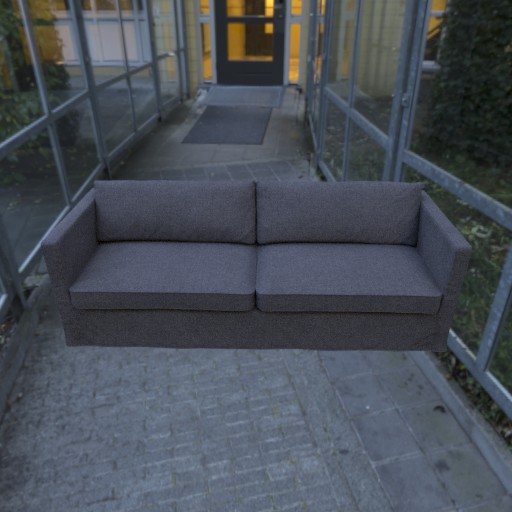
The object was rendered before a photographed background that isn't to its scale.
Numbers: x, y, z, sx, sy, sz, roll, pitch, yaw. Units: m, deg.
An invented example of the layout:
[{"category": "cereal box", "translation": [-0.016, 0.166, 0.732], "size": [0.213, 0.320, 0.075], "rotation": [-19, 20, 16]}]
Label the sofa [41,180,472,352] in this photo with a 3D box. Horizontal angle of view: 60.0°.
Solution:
[{"category": "sofa", "translation": [0.000, 0.000, 3.380], "size": [2.779, 0.998, 1.036], "rotation": [1, 30, 1]}]
